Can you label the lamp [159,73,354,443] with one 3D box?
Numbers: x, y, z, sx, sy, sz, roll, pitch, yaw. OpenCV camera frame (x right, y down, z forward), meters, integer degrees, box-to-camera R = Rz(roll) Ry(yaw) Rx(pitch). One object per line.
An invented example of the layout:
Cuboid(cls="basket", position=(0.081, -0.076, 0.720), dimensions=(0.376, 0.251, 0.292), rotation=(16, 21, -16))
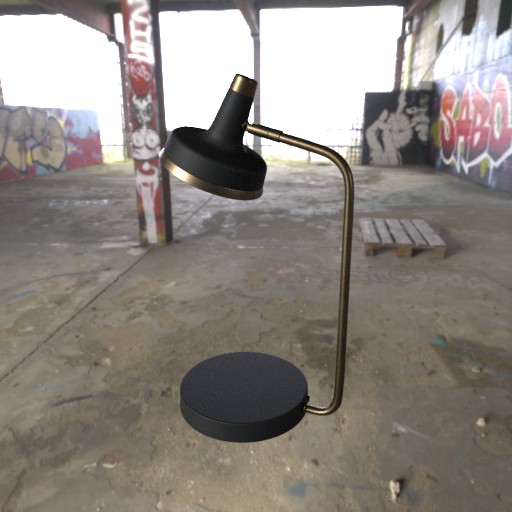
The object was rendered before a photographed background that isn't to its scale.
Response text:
Cuboid(cls="lamp", position=(0.000, 0.000, 0.500), dimensions=(0.218, 0.385, 0.162), rotation=(8, 19, 24))
